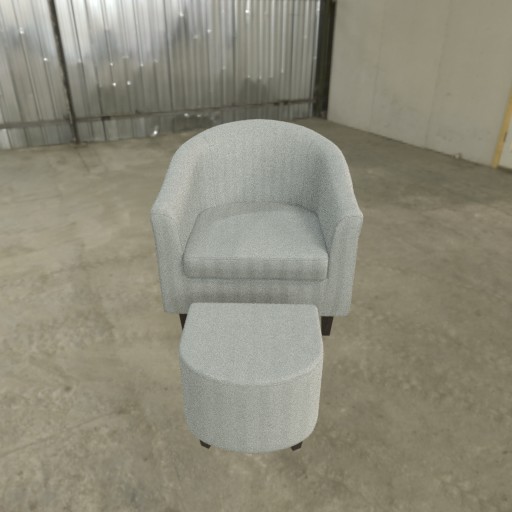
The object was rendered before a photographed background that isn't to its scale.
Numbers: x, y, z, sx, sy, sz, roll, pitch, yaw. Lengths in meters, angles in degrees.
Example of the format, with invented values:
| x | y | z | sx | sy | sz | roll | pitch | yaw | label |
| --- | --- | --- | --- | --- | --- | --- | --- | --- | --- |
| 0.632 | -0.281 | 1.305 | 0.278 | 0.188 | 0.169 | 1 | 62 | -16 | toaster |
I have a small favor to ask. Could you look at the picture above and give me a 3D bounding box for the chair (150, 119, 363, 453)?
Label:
| x | y | z | sx | sy | sz | roll | pitch | yaw | label |
| --- | --- | --- | --- | --- | --- | --- | --- | --- | --- |
| 0.000 | 0.000 | 1.676 | 0.756 | 0.757 | 1.288 | 1 | 29 | 1 | chair |
